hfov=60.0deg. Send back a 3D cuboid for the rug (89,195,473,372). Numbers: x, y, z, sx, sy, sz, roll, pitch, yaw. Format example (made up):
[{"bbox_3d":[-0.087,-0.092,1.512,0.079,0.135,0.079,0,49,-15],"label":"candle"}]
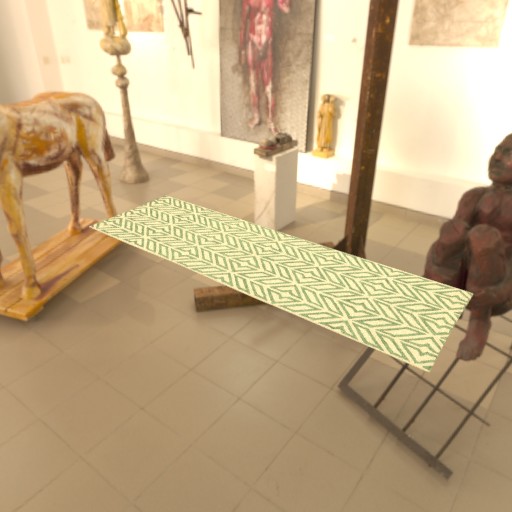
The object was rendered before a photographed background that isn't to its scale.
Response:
[{"bbox_3d":[0.000,0.000,2.817,2.435,0.009,0.750,20,35,31],"label":"rug"}]
